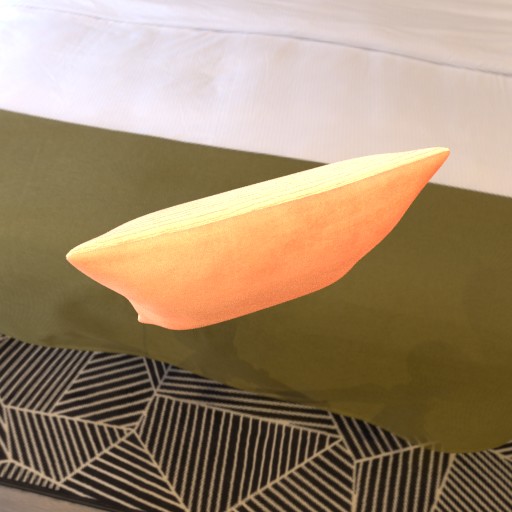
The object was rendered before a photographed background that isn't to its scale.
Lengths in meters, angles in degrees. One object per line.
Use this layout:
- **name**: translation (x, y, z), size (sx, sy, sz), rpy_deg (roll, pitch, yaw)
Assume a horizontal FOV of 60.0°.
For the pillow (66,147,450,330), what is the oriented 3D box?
- **pillow**: translation (0.000, 0.000, 0.655), size (0.424, 0.401, 0.177), rpy_deg (-17, 60, -10)
